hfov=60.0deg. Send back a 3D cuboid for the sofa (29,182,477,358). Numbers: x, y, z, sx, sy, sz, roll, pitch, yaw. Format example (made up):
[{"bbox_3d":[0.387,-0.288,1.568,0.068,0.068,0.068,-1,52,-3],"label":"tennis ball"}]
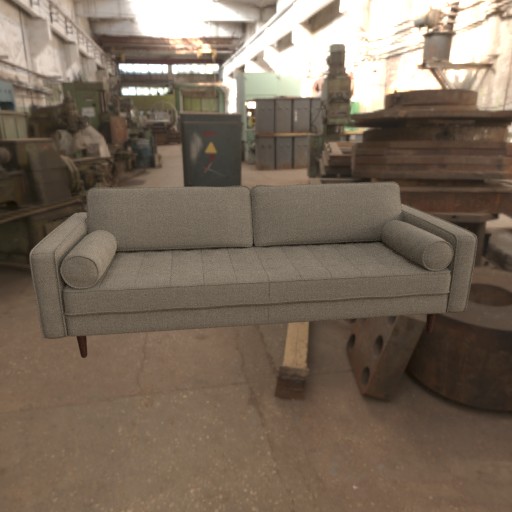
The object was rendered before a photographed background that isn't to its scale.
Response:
[{"bbox_3d":[0.000,0.000,2.593,2.211,0.762,0.914,-2,18,-8],"label":"sofa"}]
